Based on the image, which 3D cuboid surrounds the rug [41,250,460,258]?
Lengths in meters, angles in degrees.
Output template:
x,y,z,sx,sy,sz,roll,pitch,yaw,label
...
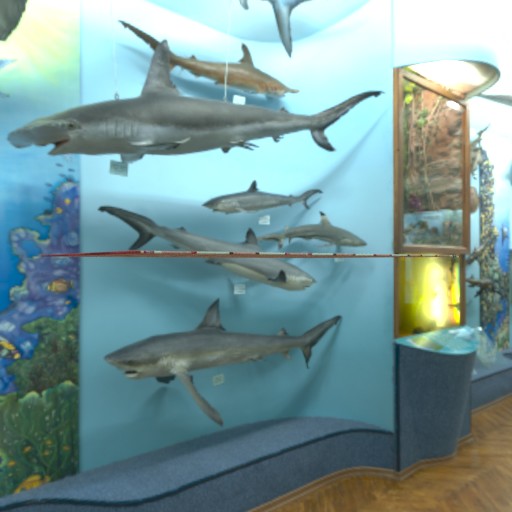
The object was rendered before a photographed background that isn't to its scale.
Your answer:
x,y,z,sx,sy,sz,roll,pitch,yaw,label
0.000,0.000,2.310,1.817,0.008,1.223,0,-1,-37,rug
